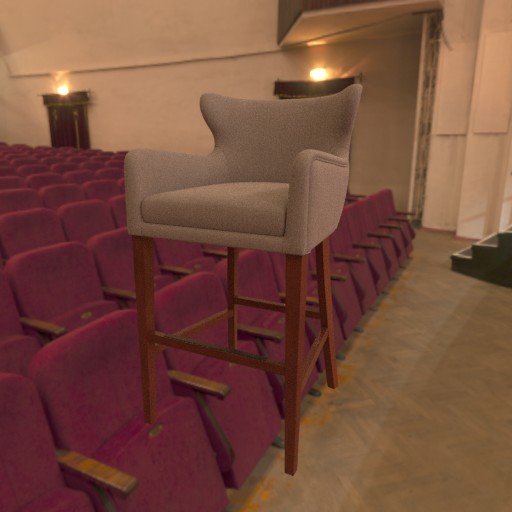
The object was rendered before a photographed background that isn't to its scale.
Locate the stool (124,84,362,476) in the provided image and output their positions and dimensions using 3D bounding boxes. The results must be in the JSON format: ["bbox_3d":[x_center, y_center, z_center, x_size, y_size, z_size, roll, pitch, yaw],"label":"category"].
[{"bbox_3d":[0.000,0.000,1.435,0.575,1.047,0.575,7,16,26],"label":"stool"}]
